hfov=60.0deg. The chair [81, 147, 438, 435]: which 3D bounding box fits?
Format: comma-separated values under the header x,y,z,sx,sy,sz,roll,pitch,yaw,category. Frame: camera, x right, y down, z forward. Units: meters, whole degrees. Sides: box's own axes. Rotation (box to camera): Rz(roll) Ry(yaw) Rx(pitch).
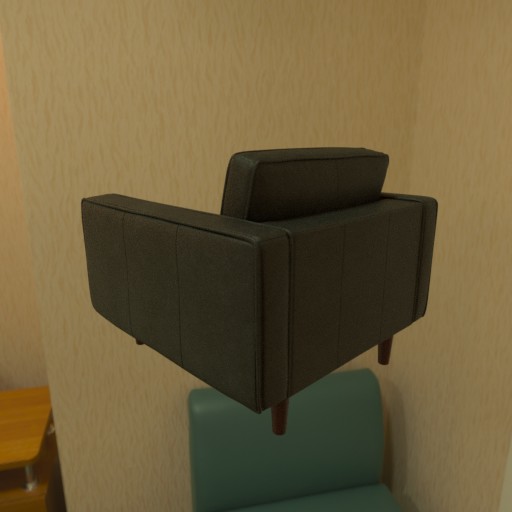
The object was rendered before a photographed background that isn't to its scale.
x,y,z,sx,sy,sz,roll,pitch,yaw,category
0.000,0.000,1.583,0.889,0.763,0.914,-15,21,-42,chair
